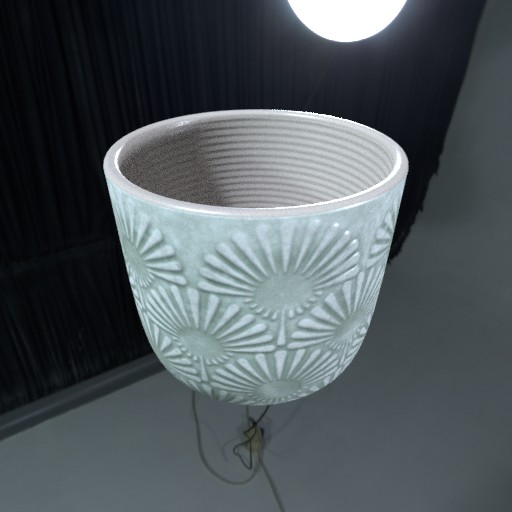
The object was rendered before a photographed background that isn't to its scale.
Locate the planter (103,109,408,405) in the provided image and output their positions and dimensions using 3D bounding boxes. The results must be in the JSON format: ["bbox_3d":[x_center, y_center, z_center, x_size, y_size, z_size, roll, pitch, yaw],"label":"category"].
[{"bbox_3d":[0.000,0.000,0.216,0.124,0.109,0.124,0,32,0],"label":"planter"}]
